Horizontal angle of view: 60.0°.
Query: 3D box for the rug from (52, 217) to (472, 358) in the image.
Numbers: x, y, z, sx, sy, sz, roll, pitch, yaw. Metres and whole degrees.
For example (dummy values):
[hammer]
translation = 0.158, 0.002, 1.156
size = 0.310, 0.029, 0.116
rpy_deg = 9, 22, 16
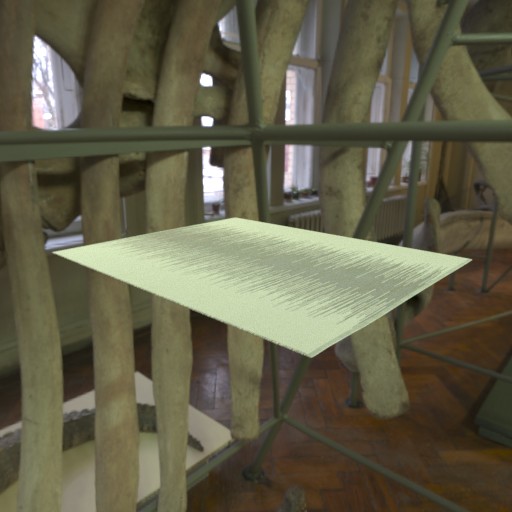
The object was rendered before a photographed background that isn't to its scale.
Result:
[rug]
translation = 0.000, 0.000, 4.090
size = 3.037, 0.010, 2.453
rpy_deg = 14, 21, 41
